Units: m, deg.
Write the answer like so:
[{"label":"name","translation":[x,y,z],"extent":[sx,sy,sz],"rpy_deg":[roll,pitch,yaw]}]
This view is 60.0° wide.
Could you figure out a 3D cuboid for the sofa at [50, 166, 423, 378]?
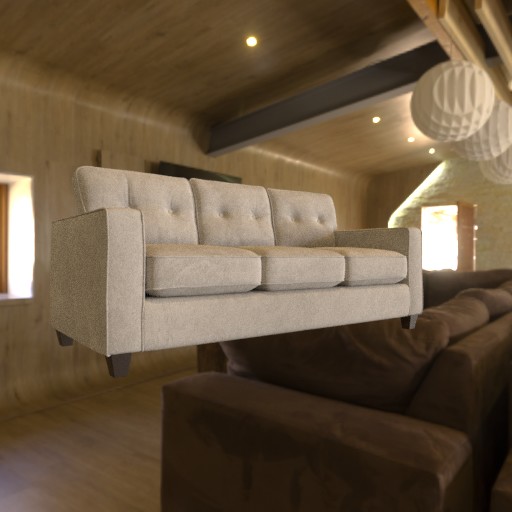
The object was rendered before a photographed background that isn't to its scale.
[{"label":"sofa","translation":[0.000,0.000,2.673],"extent":[2.133,0.965,0.939],"rpy_deg":[0,0,-37]}]
